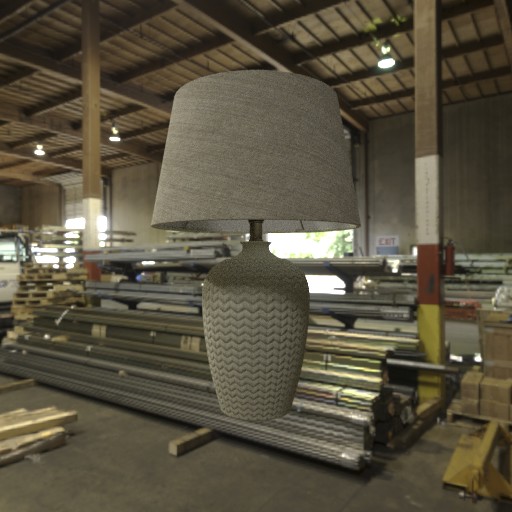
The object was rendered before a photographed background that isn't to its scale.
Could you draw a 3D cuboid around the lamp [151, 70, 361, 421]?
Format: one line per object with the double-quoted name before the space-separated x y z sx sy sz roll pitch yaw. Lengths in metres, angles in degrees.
"lamp" 0.000 0.000 0.844 0.390 0.580 0.390 0 0 0
